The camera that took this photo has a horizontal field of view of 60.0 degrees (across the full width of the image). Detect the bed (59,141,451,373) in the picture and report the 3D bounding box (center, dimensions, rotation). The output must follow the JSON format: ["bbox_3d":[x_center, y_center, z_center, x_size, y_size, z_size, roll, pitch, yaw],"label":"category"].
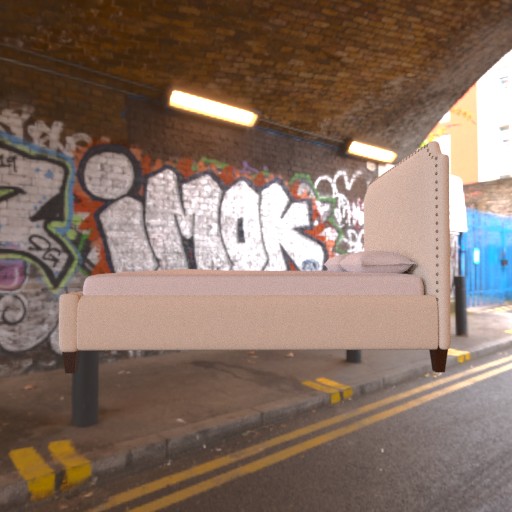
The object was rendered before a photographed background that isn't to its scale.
[{"bbox_3d":[0.000,0.000,3.490,2.372,1.443,1.712,0,-1,-1],"label":"bed"}]
